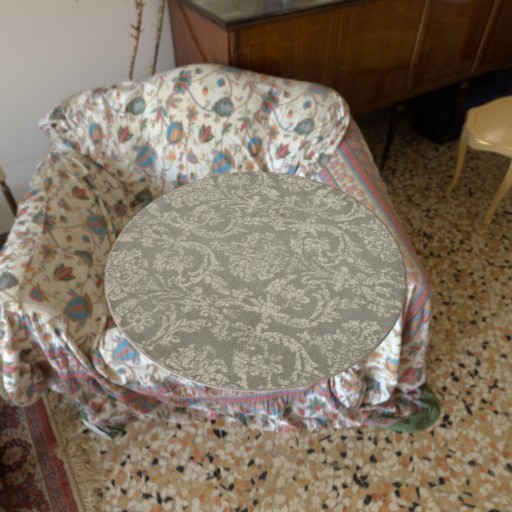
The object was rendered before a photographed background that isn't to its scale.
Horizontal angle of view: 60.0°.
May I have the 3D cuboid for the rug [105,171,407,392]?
[{"bbox_3d":[0.000,0.000,2.401,1.593,0.012,1.593,0,45,0],"label":"rug"}]
